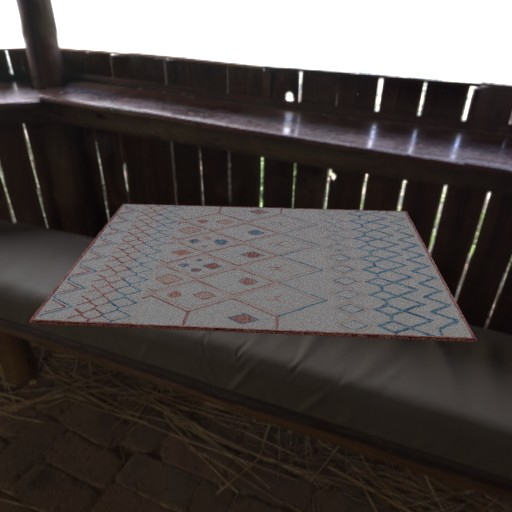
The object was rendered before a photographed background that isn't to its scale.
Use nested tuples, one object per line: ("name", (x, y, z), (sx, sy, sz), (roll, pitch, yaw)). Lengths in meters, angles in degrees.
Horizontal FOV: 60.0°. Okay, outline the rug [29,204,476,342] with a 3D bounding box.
("rug", (0.000, 0.000, 2.328), (1.829, 0.016, 1.219), (2, 30, 3))
